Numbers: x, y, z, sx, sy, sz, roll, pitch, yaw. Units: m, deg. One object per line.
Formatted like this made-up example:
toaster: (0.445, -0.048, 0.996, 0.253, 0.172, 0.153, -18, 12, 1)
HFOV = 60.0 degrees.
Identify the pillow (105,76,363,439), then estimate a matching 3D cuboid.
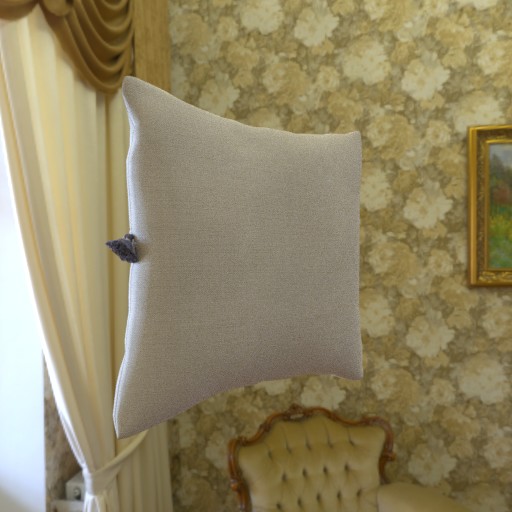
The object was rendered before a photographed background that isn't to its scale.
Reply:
pillow: (0.000, 0.000, 0.732, 0.489, 0.481, 0.165, 0, 0, -36)
